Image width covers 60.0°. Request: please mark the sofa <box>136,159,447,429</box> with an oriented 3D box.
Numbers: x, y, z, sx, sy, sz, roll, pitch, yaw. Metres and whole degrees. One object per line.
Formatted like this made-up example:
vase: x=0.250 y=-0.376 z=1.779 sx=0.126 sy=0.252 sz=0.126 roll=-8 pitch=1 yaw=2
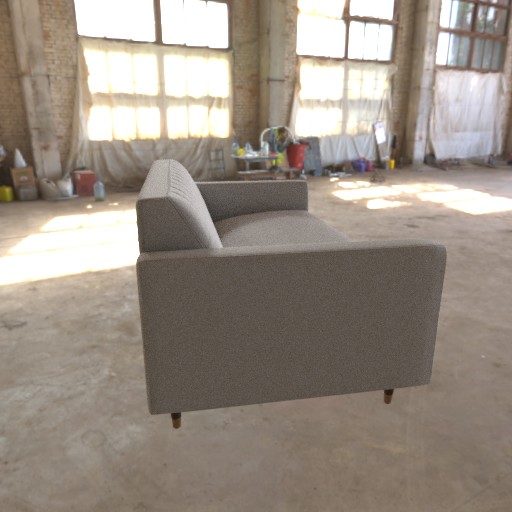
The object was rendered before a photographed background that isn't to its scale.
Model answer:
sofa: x=0.000 y=0.000 z=2.082 sx=0.950 sy=0.801 sz=1.585 roll=-3 pitch=17 yaw=-10
